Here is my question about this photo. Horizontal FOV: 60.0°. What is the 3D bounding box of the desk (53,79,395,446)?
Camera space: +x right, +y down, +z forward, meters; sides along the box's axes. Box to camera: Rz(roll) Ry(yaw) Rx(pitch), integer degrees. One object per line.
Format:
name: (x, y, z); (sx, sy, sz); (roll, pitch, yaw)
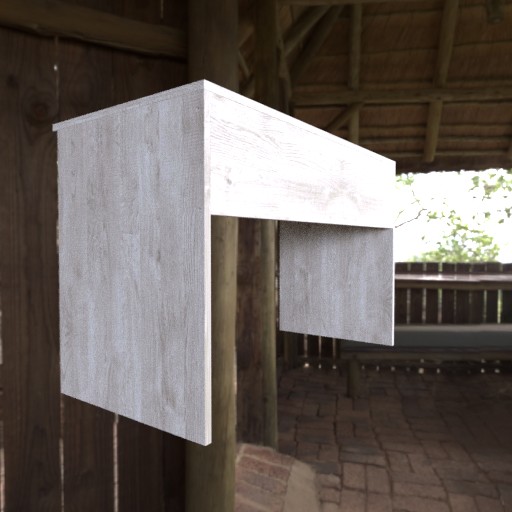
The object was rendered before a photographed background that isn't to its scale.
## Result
desk: (0.000, 0.000, 1.489); (0.560, 0.730, 1.100); (1, 2, 36)
